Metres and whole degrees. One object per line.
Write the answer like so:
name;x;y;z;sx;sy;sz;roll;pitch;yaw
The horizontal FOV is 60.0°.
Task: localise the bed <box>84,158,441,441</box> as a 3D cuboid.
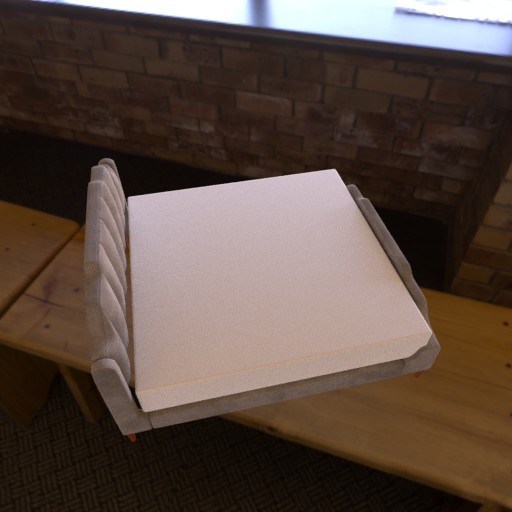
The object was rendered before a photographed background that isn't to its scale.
bed;0.000;0.000;3.580;2.340;1.245;2.074;-9;47;-9
